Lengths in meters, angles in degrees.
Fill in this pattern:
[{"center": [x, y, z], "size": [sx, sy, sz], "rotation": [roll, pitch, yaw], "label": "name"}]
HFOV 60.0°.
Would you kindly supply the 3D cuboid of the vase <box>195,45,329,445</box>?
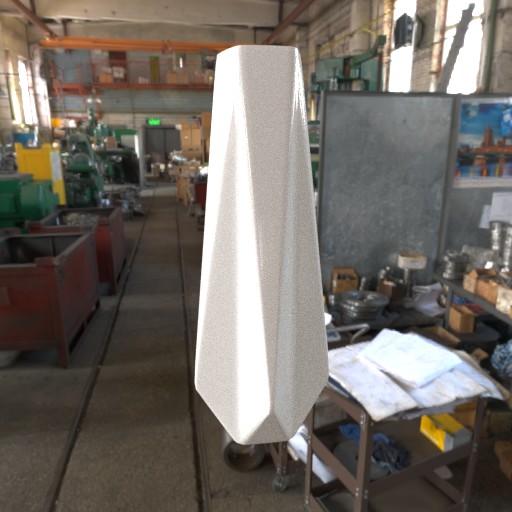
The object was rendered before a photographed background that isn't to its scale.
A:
[{"center": [0.000, 0.000, 0.391], "size": [0.122, 0.329, 0.116], "rotation": [-14, 20, -42], "label": "vase"}]
